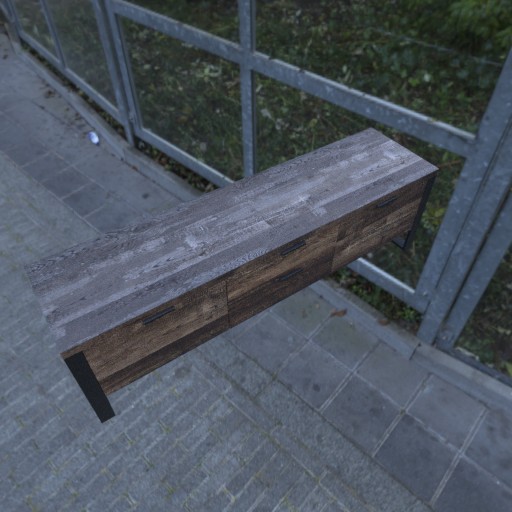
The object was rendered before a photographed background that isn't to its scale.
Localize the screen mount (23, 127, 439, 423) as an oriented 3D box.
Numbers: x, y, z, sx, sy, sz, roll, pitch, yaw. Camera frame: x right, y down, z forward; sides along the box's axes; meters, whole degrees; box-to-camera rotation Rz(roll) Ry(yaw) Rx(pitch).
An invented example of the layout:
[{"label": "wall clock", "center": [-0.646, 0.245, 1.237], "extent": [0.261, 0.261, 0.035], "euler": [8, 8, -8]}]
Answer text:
[{"label": "screen mount", "center": [0.000, 0.000, 1.758], "extent": [1.524, 0.450, 0.395], "euler": [-26, 52, -23]}]
